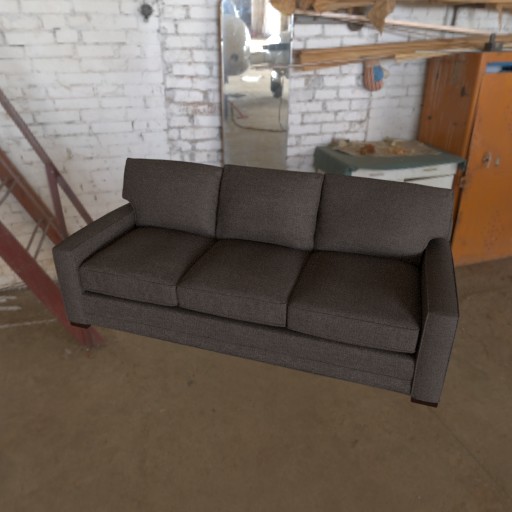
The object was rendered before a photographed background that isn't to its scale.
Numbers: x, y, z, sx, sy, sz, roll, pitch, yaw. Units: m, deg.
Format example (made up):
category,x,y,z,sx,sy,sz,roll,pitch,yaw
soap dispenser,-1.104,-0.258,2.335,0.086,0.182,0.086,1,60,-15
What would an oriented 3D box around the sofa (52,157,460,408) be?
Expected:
category,x,y,z,sx,sy,sz,roll,pitch,yaw
sofa,0.000,0.000,2.871,2.369,0.978,1.004,9,28,16
